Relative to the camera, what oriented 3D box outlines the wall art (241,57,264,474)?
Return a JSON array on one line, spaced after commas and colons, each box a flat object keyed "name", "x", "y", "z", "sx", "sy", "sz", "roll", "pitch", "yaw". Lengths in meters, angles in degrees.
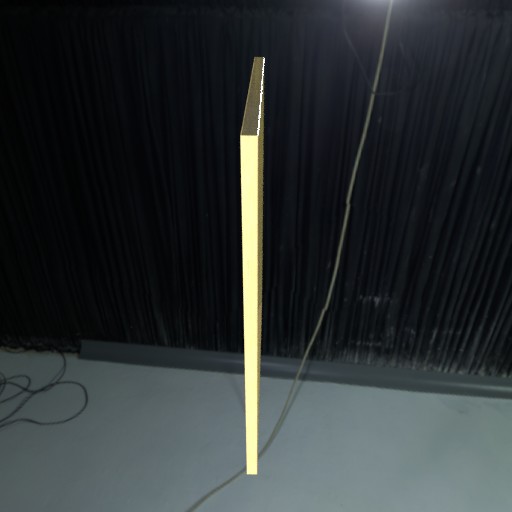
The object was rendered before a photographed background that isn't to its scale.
[{"name": "wall art", "x": 0.000, "y": 0.000, "z": 1.357, "sx": 0.030, "sy": 1.002, "sz": 0.798, "roll": 1, "pitch": 33, "yaw": 1}]
